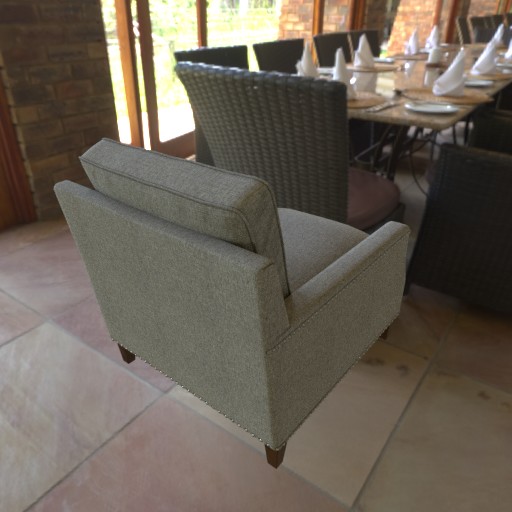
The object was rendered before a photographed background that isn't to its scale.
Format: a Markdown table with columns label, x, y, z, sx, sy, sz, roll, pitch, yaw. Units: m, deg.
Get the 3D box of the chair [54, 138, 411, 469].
| label | x | y | z | sx | sy | sz | roll | pitch | yaw |
| --- | --- | --- | --- | --- | --- | --- | --- | --- | --- |
| chair | 0.000 | 0.000 | 1.672 | 0.853 | 0.943 | 1.014 | 22 | 36 | 33 |
